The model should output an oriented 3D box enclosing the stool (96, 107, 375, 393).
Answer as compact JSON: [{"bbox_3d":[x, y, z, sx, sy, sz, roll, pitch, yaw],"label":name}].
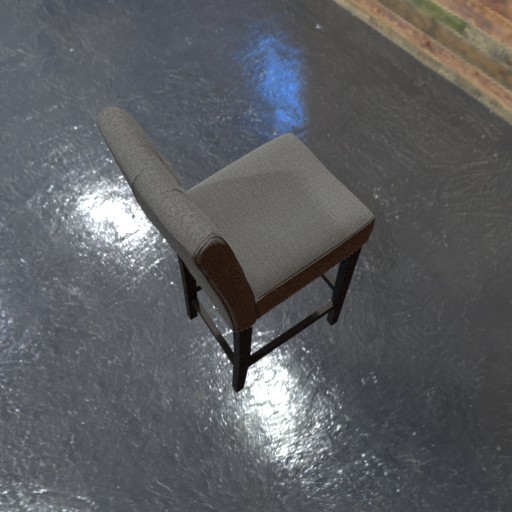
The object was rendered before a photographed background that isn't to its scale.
[{"bbox_3d":[0.000,0.000,1.313,0.548,1.047,0.411,-30,64,-17],"label":"stool"}]
